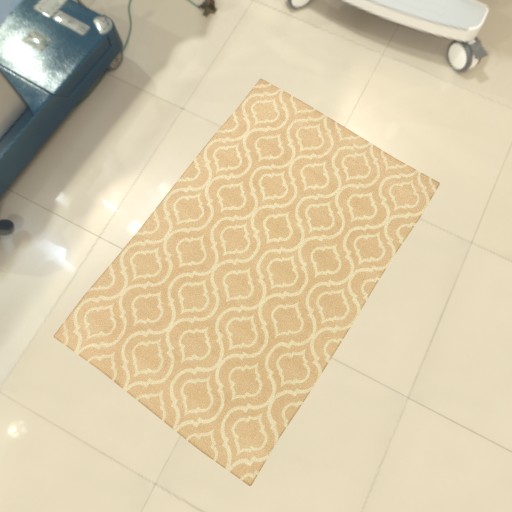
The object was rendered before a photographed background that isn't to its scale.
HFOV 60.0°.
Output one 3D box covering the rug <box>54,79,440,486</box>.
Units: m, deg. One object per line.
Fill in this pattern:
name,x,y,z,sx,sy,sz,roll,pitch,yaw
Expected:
rug,0.000,0.000,2.212,1.152,0.013,1.761,33,77,9
